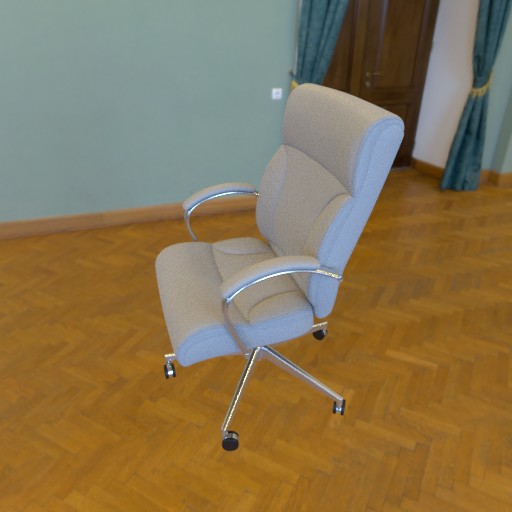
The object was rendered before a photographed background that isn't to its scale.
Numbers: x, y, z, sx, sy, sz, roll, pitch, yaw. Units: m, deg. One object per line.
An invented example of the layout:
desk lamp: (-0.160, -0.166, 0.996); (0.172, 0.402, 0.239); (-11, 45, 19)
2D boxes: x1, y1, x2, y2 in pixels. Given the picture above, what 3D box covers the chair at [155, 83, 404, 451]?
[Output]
chair: (0.000, 0.000, 1.599); (0.745, 1.099, 0.727); (-9, 31, -15)
